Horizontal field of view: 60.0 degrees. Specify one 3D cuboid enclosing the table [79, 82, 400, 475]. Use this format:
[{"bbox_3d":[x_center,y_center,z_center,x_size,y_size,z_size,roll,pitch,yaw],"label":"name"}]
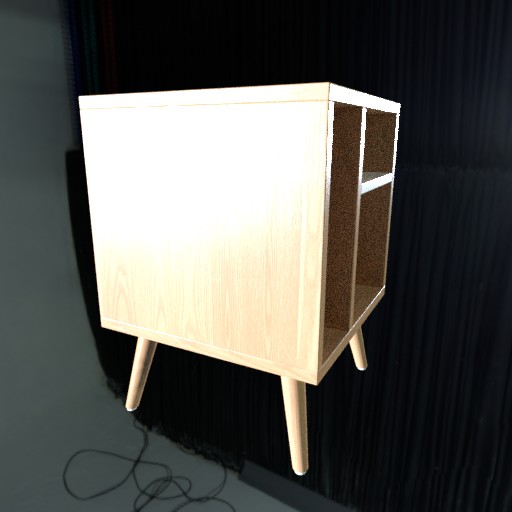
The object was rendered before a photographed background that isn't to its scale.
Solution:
[{"bbox_3d":[0.000,0.000,0.827,0.400,0.550,0.400,8,17,27],"label":"table"}]
